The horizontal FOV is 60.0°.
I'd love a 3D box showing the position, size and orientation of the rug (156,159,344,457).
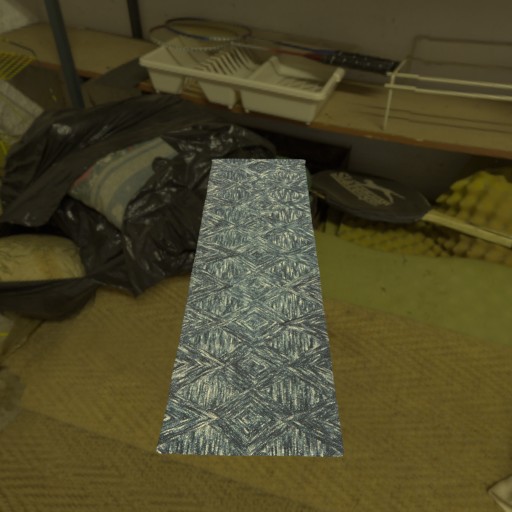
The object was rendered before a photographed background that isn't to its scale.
[{"bbox_3d":[0.000,0.000,2.530,0.719,0.013,2.306,1,40,1],"label":"rug"}]
